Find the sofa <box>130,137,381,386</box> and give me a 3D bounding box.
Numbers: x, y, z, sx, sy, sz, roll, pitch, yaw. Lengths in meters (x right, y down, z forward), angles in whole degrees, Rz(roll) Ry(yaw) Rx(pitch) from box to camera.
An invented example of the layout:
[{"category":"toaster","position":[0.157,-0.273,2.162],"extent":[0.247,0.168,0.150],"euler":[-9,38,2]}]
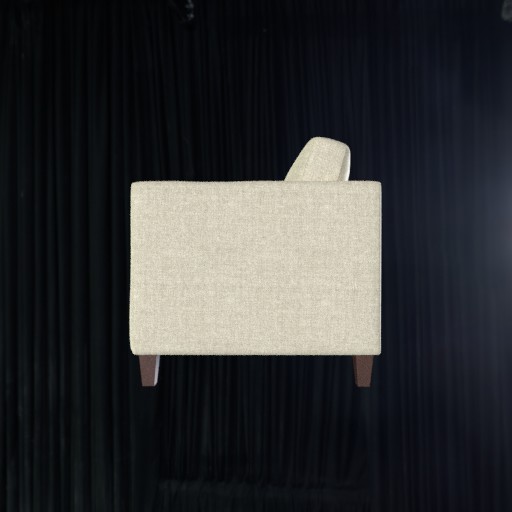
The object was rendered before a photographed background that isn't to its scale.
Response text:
[{"category":"sofa","position":[0.000,0.000,2.533],"extent":[0.950,0.963,1.884],"euler":[0,1,0]}]
